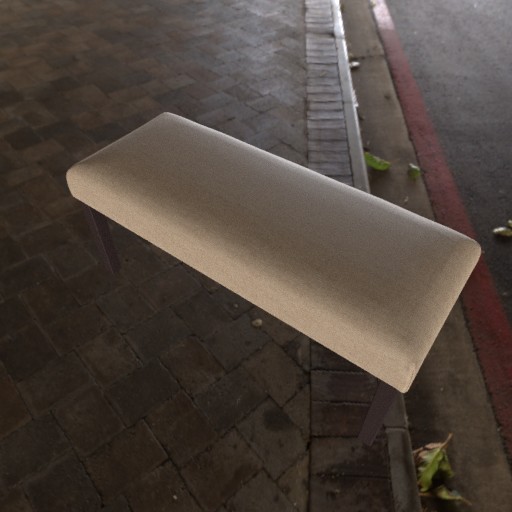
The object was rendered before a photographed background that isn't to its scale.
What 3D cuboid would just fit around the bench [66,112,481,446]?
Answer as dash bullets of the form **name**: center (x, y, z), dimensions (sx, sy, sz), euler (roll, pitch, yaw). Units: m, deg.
- **bench**: center (0.000, 0.000, 1.244), dimensions (1.013, 0.456, 0.407), euler (28, 53, 24)
